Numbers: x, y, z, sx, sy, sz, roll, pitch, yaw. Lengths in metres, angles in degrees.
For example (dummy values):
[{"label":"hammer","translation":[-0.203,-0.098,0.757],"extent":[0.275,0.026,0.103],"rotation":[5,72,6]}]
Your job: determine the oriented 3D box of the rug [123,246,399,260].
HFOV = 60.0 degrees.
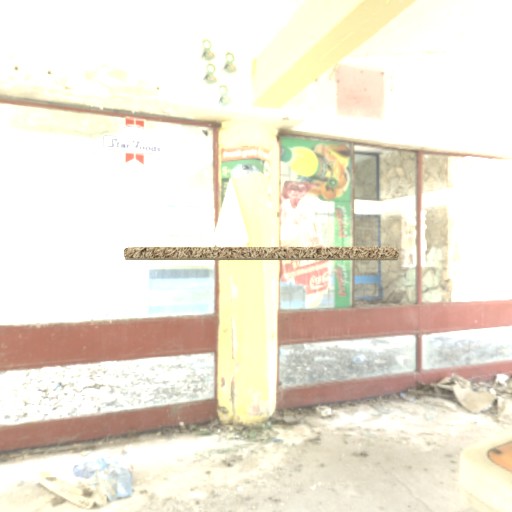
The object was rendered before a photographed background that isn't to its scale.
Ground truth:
[{"label":"rug","translation":[0.000,0.000,1.726],"extent":[0.609,0.030,1.524],"rotation":[0,0,-1]}]
